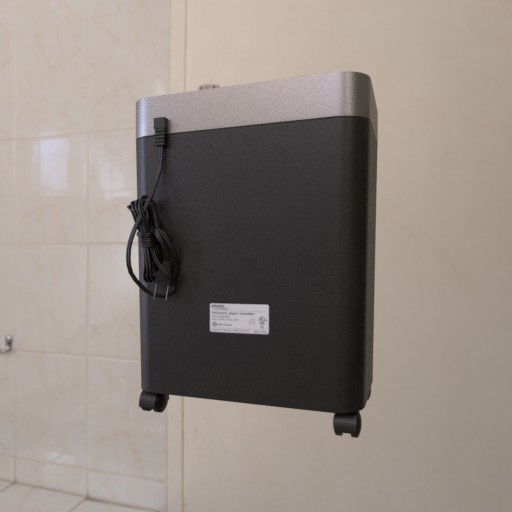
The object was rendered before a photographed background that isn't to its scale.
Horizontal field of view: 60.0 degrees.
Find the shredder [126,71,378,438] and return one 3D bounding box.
[{"bbox_3d":[0.000,0.000,0.604,0.311,0.419,0.237,0,0,19],"label":"shredder"}]
